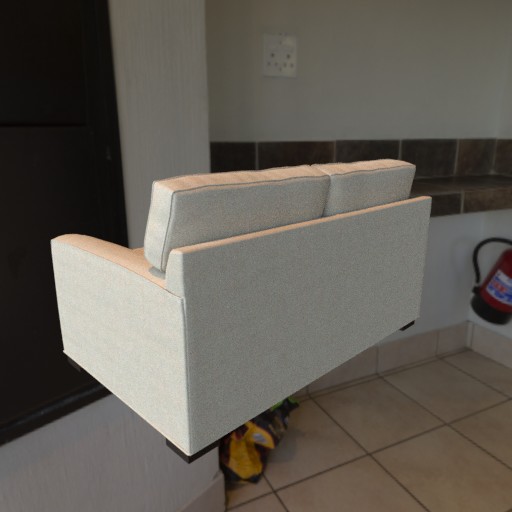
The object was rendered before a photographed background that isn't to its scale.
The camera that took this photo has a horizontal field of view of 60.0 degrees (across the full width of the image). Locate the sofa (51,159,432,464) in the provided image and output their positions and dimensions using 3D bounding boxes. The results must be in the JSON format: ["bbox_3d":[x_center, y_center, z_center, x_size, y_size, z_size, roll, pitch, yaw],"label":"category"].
[{"bbox_3d":[0.000,0.000,2.031,1.484,0.853,0.942,-15,21,-43],"label":"sofa"}]
